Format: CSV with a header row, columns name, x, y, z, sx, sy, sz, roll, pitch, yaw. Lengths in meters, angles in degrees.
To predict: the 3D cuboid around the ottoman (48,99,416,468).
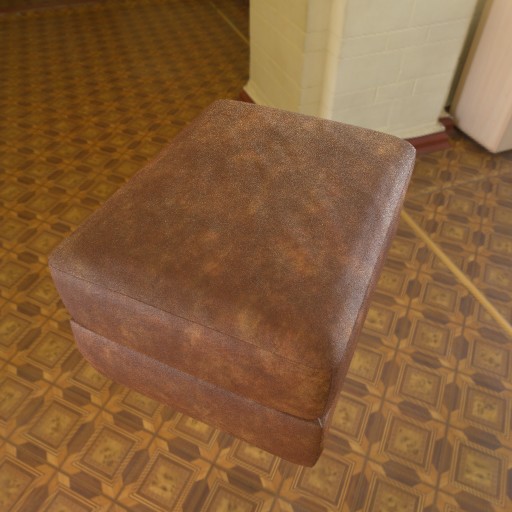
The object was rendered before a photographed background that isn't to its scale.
name,x,y,z,sx,sy,sz,roll,pitch,yaw
ottoman,0.000,0.000,1.109,0.603,0.476,0.751,18,49,17
